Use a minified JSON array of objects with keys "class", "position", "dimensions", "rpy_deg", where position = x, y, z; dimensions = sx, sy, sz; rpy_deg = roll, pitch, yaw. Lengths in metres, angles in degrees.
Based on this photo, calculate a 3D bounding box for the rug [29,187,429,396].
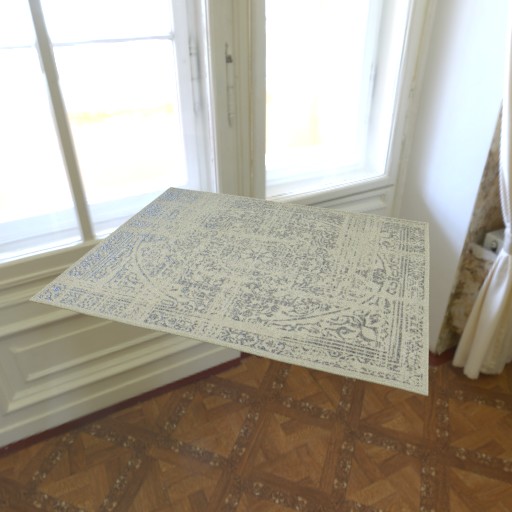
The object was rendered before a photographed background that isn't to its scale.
[{"class":"rug","position":[0.000,0.000,3.929],"dimensions":[2.921,0.032,2.311],"rpy_deg":[10,33,15]}]
